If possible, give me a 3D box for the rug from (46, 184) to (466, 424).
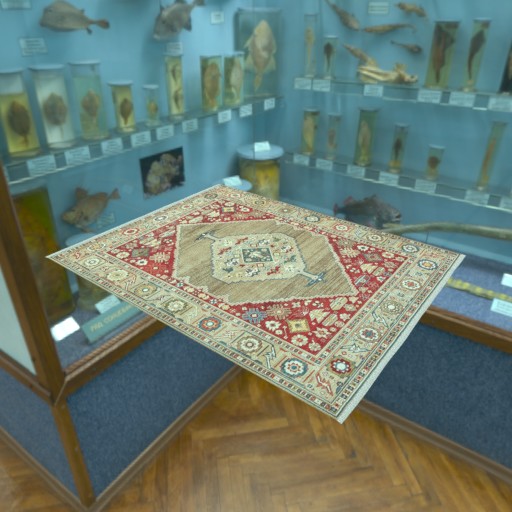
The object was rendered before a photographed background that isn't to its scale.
[{"bbox_3d":[0.000,0.000,4.190,3.143,0.008,2.451,21,36,32],"label":"rug"}]
